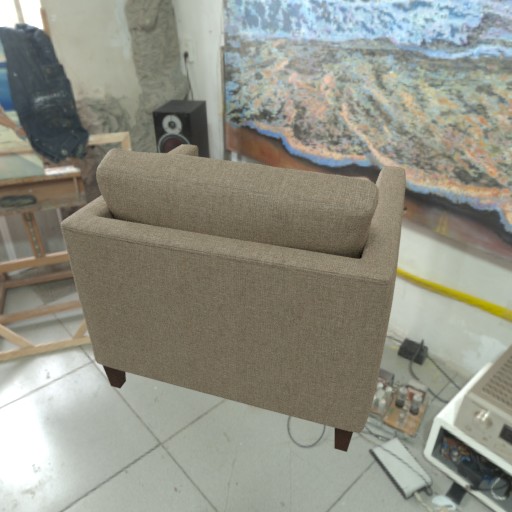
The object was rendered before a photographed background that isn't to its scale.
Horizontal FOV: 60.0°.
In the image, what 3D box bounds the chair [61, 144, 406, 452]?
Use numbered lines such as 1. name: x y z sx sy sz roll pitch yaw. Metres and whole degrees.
1. chair: 0.000 0.000 1.852 1.107 0.987 0.959 10 33 16
